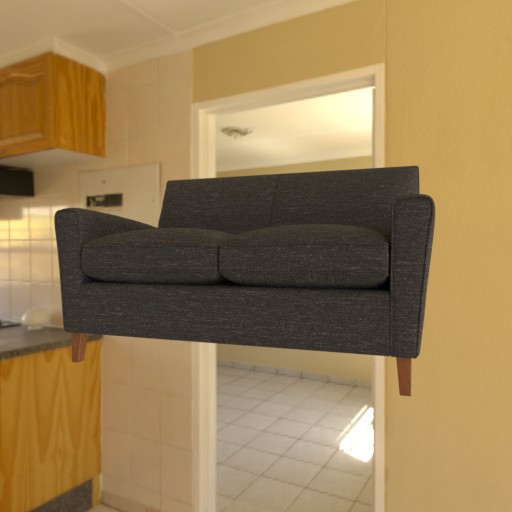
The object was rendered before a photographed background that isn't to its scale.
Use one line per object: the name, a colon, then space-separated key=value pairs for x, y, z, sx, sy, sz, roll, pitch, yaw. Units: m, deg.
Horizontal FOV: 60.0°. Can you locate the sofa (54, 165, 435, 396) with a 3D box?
sofa: x=0.000 y=0.000 z=1.939 sx=1.420 sy=0.846 sz=0.875 roll=0 pitch=1 yaw=19
